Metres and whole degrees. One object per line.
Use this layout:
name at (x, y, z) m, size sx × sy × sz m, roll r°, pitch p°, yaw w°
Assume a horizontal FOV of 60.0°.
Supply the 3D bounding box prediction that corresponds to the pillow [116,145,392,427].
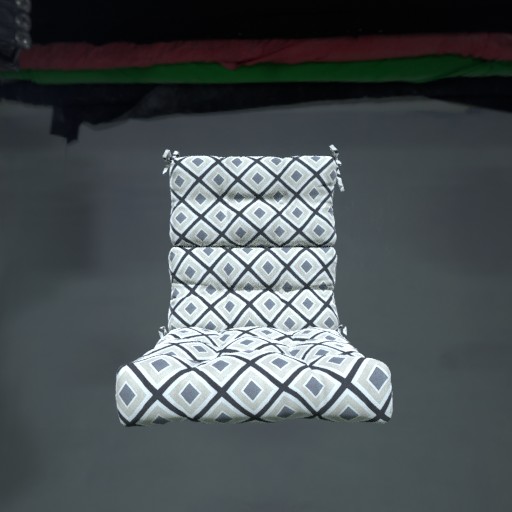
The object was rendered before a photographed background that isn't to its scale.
pillow at (0.000, 0.000, 1.016) m, size 0.519 × 0.605 × 0.571 m, roll 0°, pitch 0°, yaw 0°
